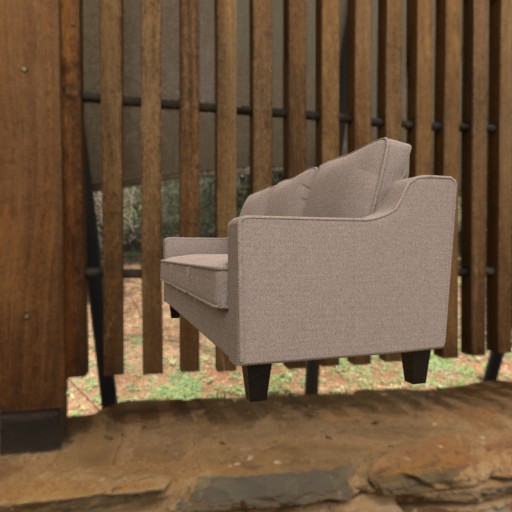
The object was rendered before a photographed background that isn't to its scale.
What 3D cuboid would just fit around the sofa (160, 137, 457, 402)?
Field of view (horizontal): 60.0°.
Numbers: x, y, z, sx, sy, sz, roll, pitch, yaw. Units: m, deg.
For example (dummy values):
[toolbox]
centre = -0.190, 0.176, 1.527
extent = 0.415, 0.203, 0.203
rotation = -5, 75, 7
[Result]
[sofa]
centre = 0.000, 0.000, 2.532
extent = 0.899, 0.950, 2.129
rotation = 0, 0, -18
